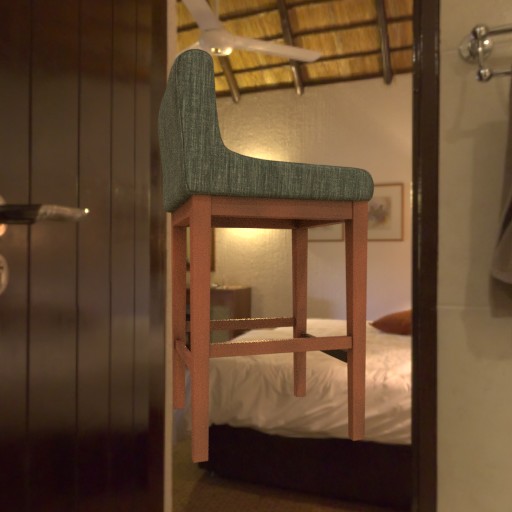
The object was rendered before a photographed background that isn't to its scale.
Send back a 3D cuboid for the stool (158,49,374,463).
[{"bbox_3d":[0.000,0.000,1.116,0.459,0.835,0.395,0,0,-17],"label":"stool"}]
